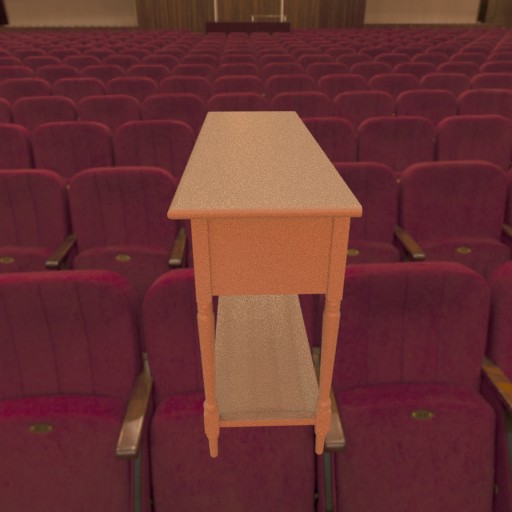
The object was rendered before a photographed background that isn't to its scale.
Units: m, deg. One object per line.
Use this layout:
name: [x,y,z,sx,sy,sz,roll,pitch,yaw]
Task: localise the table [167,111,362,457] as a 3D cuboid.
table: [0.000,0.000,1.577,0.384,0.808,1.197,-1,27,-2]
